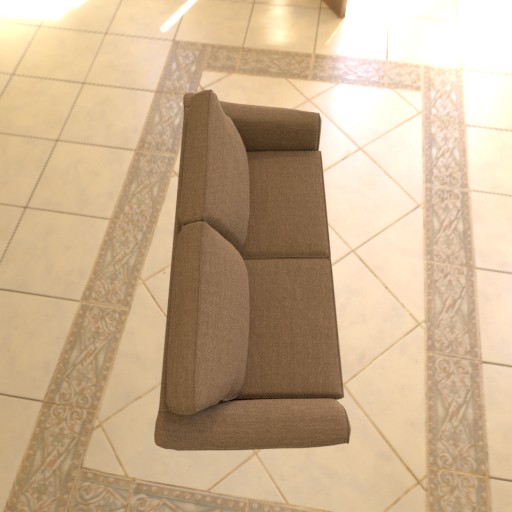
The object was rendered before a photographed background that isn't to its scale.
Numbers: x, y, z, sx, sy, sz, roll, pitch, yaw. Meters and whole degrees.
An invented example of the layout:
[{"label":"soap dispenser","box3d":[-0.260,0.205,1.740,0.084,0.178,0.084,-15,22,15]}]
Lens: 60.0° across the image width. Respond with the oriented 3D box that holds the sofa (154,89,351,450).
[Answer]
[{"label":"sofa","box3d":[0.000,0.000,2.804,0.980,0.965,2.270,0,64,0]}]
